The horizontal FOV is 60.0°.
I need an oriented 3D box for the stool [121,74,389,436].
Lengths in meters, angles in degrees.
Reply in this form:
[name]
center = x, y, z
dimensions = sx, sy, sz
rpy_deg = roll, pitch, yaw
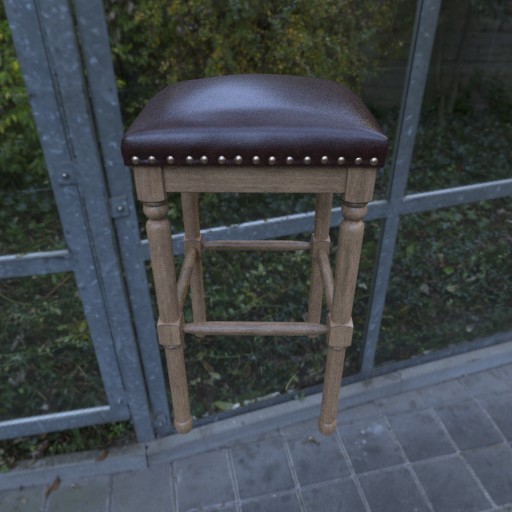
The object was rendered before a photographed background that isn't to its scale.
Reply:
[stool]
center = 0.000, 0.000, 0.933
dimensions = 0.382, 0.702, 0.383
rpy_deg = 0, 31, 1
